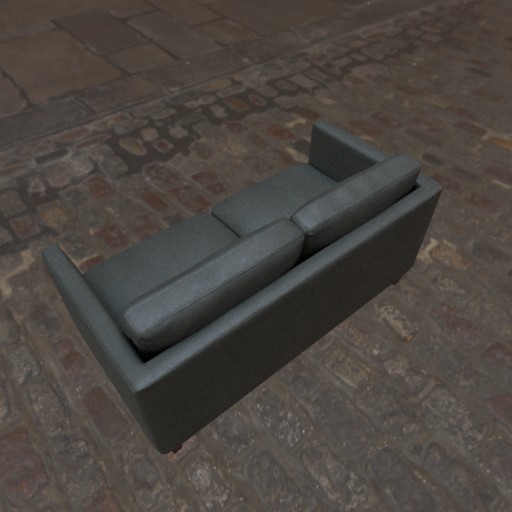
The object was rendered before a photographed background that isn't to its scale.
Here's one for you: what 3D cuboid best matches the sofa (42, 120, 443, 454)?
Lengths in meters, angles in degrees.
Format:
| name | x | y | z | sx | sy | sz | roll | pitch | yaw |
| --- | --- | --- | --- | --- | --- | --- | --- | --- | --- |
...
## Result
| name | x | y | z | sx | sy | sz | roll | pitch | yaw |
| --- | --- | --- | --- | --- | --- | --- | --- | --- | --- |
| sofa | 0.000 | 0.000 | 2.421 | 1.883 | 0.933 | 0.951 | -31 | 54 | -26 |
